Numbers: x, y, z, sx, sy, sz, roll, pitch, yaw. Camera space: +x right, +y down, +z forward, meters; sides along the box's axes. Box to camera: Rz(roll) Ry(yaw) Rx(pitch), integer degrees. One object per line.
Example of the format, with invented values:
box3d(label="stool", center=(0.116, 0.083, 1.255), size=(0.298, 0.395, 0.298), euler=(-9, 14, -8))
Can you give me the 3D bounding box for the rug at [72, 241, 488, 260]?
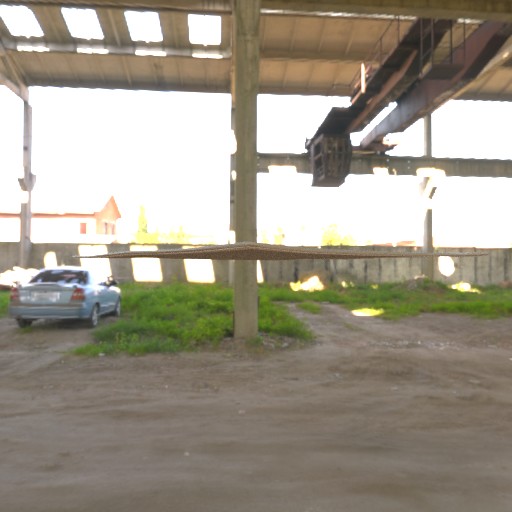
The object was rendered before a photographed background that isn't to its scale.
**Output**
box3d(label="rug", center=(0.000, 0.000, 4.012), size=(2.399, 0.054, 3.011), euler=(1, -2, -37))
